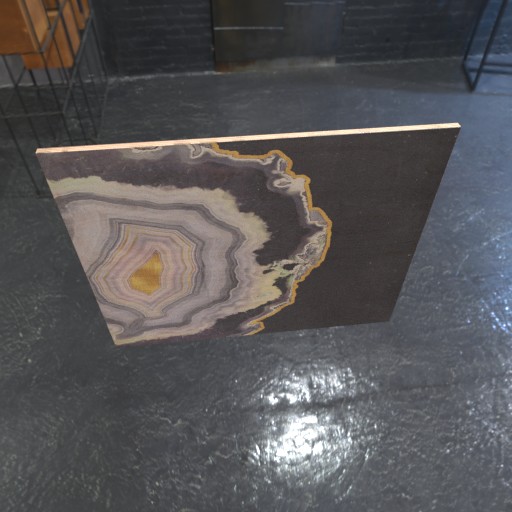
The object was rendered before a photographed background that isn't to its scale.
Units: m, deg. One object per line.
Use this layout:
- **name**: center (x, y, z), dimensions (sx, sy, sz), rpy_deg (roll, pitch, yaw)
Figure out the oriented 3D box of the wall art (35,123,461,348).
- **wall art**: center (0.000, 0.000, 0.676), dimensions (0.508, 0.408, 0.010), rpy_deg (-5, 46, -5)
